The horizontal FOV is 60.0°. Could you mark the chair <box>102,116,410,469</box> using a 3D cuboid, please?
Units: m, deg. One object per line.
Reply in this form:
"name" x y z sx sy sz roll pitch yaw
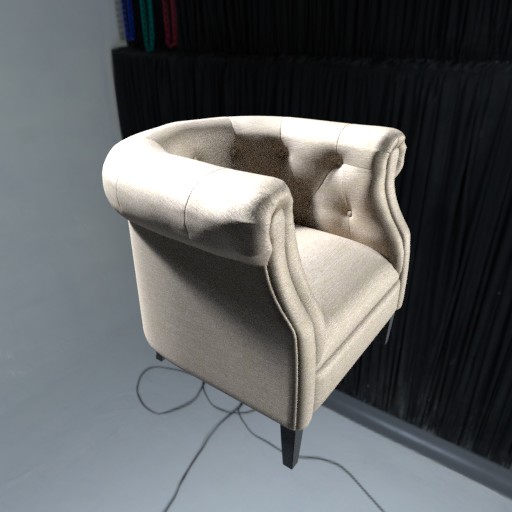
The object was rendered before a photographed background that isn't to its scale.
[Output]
"chair" 0.000 0.000 1.527 0.852 0.827 0.905 18 32 32
